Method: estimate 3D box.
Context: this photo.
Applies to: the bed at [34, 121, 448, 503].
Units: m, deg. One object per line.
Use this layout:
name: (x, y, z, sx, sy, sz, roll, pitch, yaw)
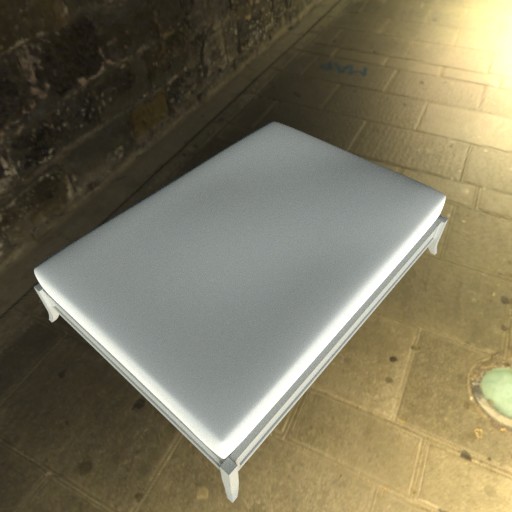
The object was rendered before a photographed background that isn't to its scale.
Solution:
bed: (0.000, 0.000, 2.572, 1.460, 0.510, 1.985, 32, 55, 27)
